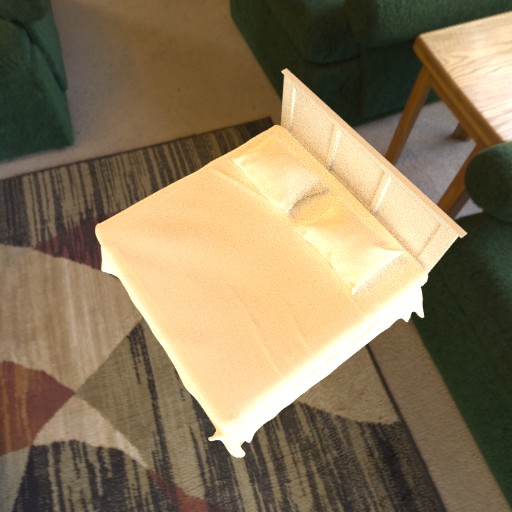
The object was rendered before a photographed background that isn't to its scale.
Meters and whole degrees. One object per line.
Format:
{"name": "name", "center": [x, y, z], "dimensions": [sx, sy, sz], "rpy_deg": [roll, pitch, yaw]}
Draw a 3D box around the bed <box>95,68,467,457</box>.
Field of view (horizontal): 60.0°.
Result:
{"name": "bed", "center": [0.000, 0.000, 3.653], "dimensions": [2.215, 1.273, 2.317], "rpy_deg": [-33, 67, -16]}
